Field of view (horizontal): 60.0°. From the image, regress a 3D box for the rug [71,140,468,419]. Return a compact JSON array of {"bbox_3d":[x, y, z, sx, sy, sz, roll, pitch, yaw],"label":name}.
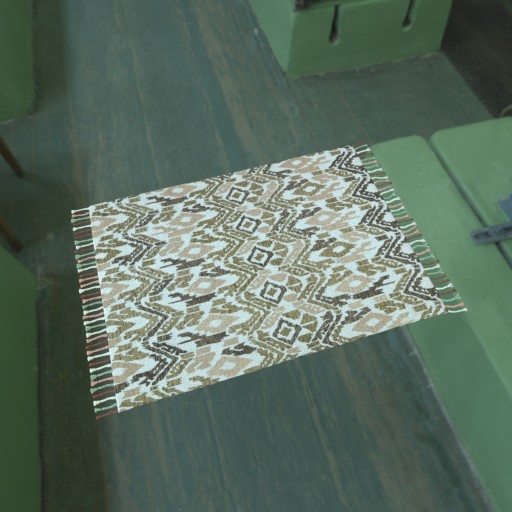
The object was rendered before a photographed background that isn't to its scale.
[{"bbox_3d":[0.000,0.000,2.345,1.829,0.008,1.219,-15,60,-9],"label":"rug"}]
